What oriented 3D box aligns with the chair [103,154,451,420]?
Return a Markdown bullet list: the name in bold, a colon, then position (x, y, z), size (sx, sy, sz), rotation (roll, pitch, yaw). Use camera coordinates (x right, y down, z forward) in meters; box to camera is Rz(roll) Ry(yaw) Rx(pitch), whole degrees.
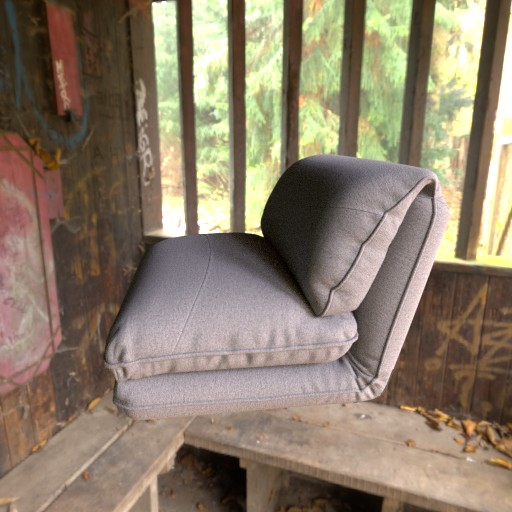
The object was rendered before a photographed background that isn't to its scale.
- **chair**: position (0.000, 0.000, 1.333), size (0.780, 0.580, 0.820), rotation (-2, 15, -7)
